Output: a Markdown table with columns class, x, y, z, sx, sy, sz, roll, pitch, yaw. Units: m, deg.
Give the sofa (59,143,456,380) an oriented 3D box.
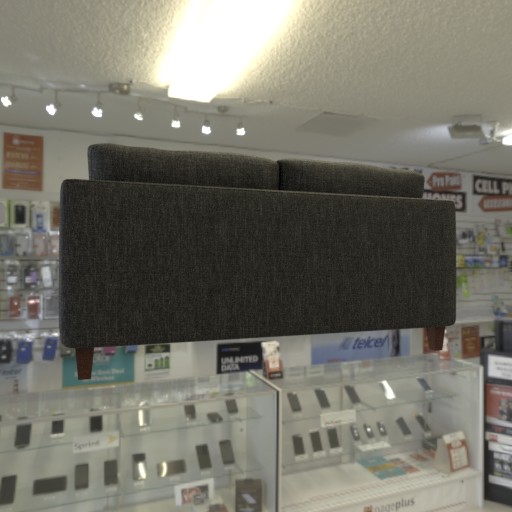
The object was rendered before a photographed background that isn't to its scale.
| class | x | y | z | sx | sy | sz | roll | pitch | yaw |
| --- | --- | --- | --- | --- | --- | --- | --- | --- | --- |
| sofa | 0.000 | 0.000 | 2.389 | 1.884 | 0.963 | 0.950 | 0 | -1 | -19 |
